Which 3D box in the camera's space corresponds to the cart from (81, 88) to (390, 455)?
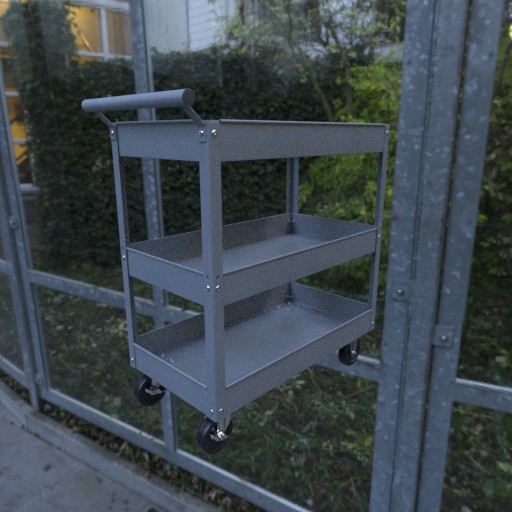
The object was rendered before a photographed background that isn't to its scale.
[{"bbox_3d":[0.000,0.000,1.194,0.366,0.780,0.719,15,21,42],"label":"cart"}]
